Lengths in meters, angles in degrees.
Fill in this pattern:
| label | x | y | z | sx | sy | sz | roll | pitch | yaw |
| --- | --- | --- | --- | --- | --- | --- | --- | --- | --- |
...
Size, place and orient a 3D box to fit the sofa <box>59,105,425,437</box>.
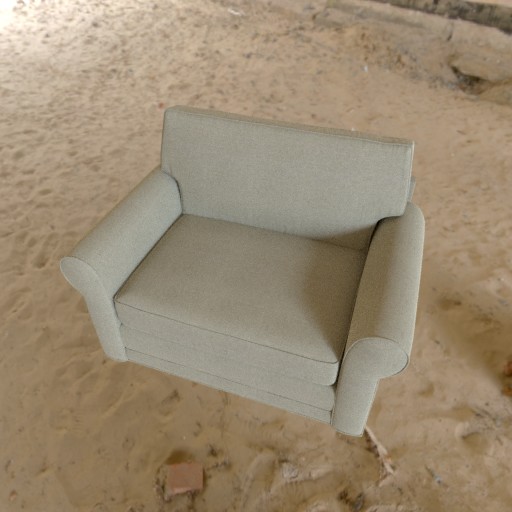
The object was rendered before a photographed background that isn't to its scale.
| label | x | y | z | sx | sy | sz | roll | pitch | yaw |
| --- | --- | --- | --- | --- | --- | --- | --- | --- | --- |
| sofa | 0.000 | 0.000 | 2.028 | 1.405 | 0.991 | 0.936 | 13 | 43 | 15 |
